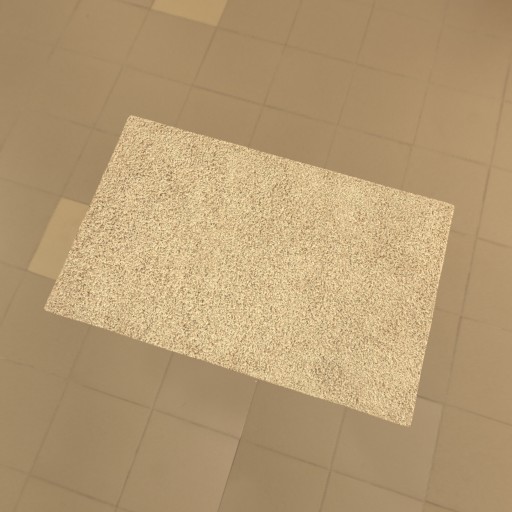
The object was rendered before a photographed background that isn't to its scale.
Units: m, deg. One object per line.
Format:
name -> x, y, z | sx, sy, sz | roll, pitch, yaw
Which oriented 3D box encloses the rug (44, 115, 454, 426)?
rug -> 0.000, 0.000, 3.001 | 2.438, 0.030, 1.524 | 17, 75, 5
